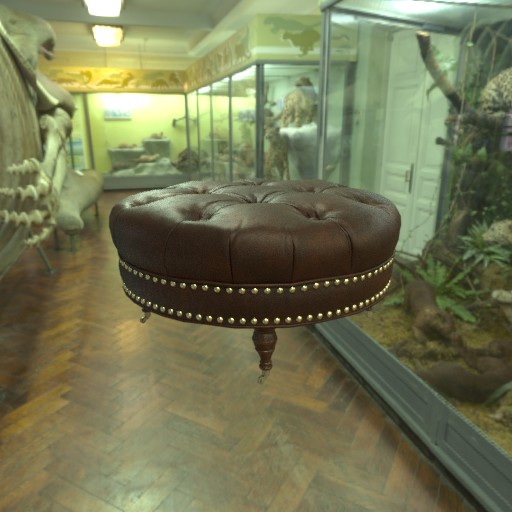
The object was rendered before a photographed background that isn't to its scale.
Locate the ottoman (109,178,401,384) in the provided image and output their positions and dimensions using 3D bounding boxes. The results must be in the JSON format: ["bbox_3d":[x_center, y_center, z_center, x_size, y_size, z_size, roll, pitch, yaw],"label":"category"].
[{"bbox_3d":[0.000,0.000,1.441,0.901,0.455,0.901,0,16,0],"label":"ottoman"}]
